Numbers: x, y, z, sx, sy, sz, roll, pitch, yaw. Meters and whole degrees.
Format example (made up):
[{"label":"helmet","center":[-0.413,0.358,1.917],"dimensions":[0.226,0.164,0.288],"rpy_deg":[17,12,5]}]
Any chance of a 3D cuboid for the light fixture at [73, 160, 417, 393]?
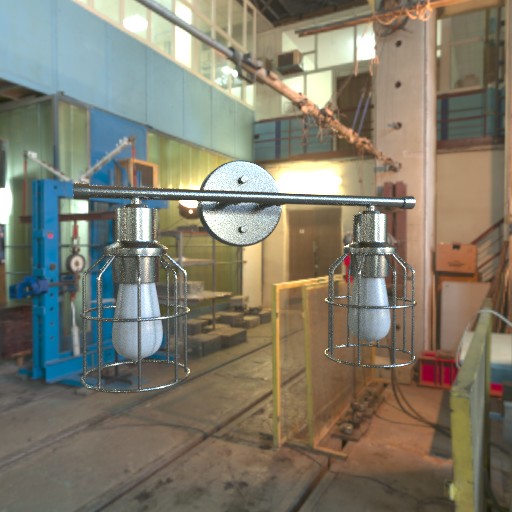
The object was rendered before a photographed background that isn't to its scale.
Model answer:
[{"label":"light fixture","center":[0.000,0.000,0.540],"dimensions":[0.406,0.254,0.165],"rpy_deg":[0,1,-18]}]
